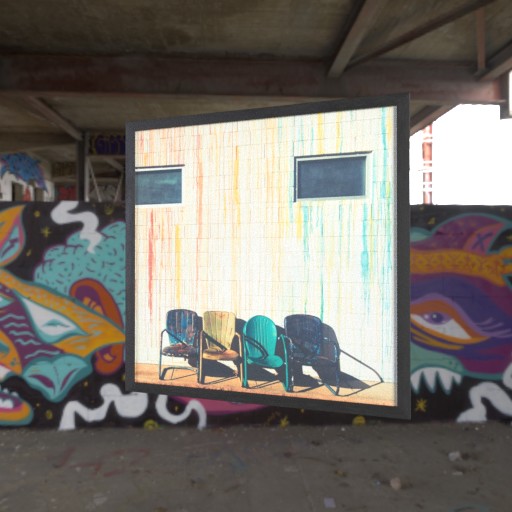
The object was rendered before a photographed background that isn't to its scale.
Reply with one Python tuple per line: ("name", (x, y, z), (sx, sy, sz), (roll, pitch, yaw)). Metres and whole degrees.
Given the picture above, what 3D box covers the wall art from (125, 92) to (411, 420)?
("wall art", (0.000, 0.000, 1.161), (0.763, 0.763, 0.039), (0, 0, 17))
